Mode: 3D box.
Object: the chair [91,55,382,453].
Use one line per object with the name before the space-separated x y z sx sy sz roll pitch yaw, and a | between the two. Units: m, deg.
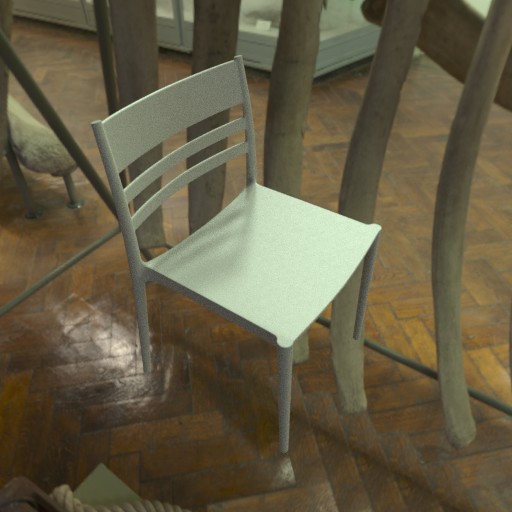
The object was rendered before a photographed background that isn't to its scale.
chair | 0.000 0.000 1.148 0.511 0.800 0.531 25 48 25
